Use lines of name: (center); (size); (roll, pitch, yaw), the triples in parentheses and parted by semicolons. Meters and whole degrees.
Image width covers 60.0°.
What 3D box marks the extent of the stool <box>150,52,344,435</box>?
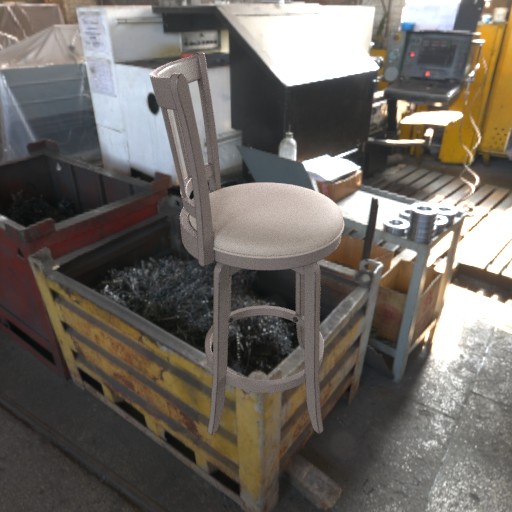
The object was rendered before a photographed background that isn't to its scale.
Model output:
stool: (0.000, 0.000, 1.265); (0.475, 1.023, 0.436); (0, 30, -1)
